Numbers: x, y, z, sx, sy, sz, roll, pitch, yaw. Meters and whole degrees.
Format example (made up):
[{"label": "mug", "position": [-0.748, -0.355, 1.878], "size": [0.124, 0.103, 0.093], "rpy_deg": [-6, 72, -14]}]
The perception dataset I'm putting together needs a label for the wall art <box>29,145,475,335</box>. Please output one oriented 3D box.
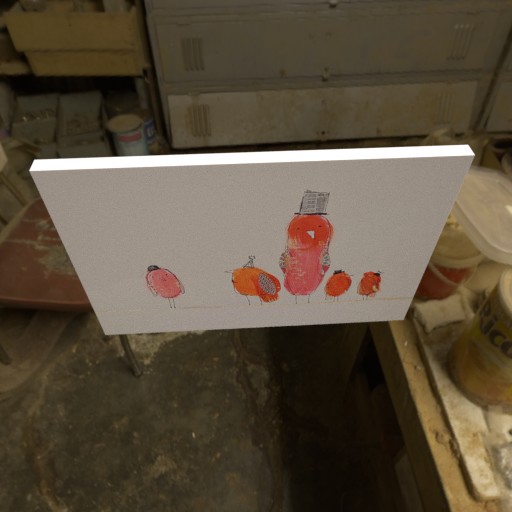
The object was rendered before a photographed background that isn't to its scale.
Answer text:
[{"label": "wall art", "position": [0.000, 0.000, 1.146], "size": [0.914, 0.609, 0.038], "rpy_deg": [-3, 48, -2]}]
